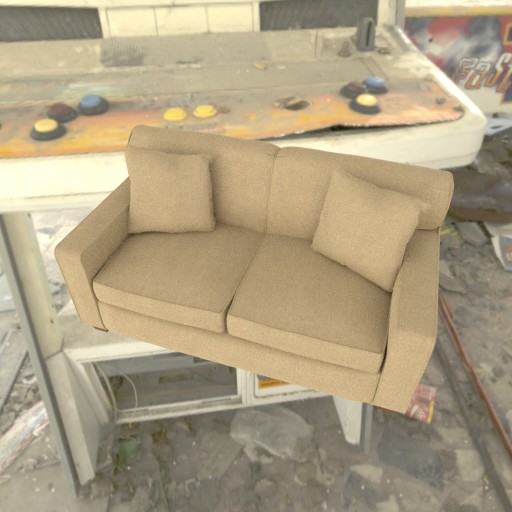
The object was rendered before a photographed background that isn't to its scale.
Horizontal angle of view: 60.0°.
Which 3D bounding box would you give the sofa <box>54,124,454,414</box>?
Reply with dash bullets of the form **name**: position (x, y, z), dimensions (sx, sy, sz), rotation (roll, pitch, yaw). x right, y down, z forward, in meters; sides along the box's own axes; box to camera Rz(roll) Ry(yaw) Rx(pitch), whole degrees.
- **sofa**: position (0.000, 0.000, 2.423), dimensions (1.846, 0.958, 0.998), rotation (12, 43, 14)
